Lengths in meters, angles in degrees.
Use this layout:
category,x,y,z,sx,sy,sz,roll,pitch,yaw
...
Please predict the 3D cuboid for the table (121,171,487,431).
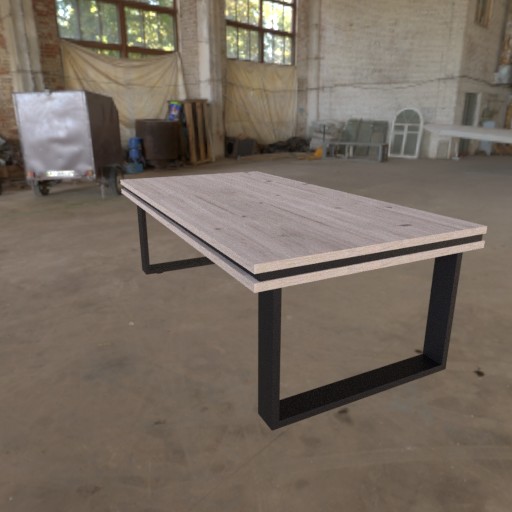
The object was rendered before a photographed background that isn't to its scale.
category,x,y,z,sx,sy,sz,roll,pitch,yaw
table,0.000,0.000,1.675,0.700,0.450,1.350,-9,20,-26
